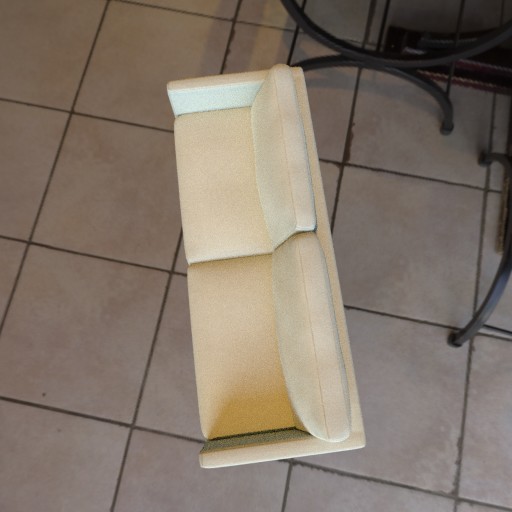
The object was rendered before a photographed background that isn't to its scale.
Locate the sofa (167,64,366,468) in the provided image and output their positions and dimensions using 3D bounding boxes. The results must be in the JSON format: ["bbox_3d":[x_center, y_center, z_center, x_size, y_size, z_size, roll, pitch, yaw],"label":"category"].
[{"bbox_3d":[0.000,0.000,2.952,0.948,0.965,2.434,-7,77,-2],"label":"sofa"}]
